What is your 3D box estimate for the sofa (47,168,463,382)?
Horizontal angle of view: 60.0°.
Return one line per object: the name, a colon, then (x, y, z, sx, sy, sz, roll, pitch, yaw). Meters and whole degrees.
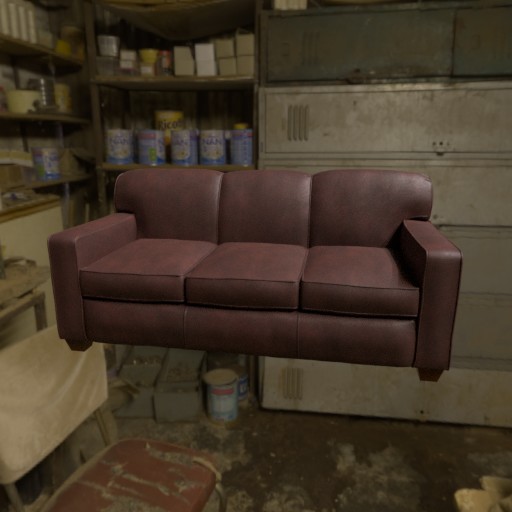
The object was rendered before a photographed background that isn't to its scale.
sofa: (0.000, 0.000, 2.564, 2.039, 0.953, 1.008, 3, 15, 10)
